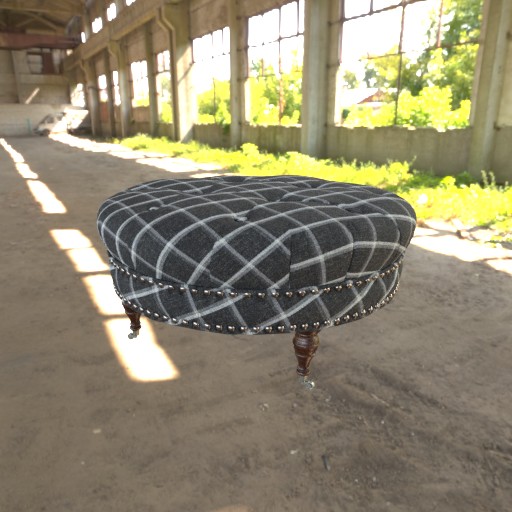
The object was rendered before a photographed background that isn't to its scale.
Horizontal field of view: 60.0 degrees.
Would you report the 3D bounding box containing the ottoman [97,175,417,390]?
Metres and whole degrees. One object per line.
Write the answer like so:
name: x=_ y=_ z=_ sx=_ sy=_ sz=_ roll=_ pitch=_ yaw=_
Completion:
ottoman: x=0.000 y=0.000 z=1.358 sx=0.901 sy=0.439 sz=0.901 roll=0 pitch=18 yaw=0
